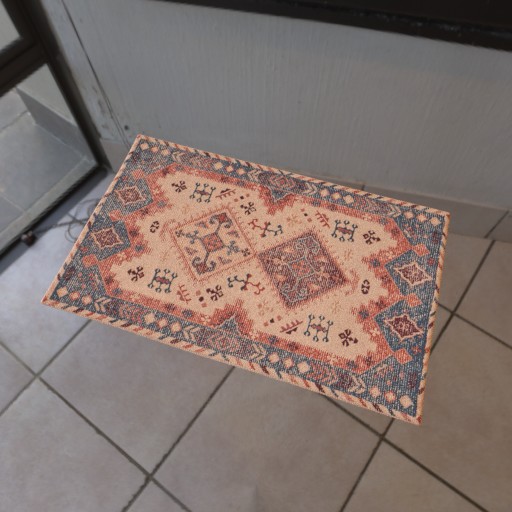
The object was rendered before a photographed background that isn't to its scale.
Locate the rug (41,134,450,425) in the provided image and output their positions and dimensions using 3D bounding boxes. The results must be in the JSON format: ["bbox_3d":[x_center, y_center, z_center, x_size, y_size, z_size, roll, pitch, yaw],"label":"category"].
[{"bbox_3d":[0.000,0.000,3.039,2.464,0.023,1.521,16,64,8],"label":"rug"}]
